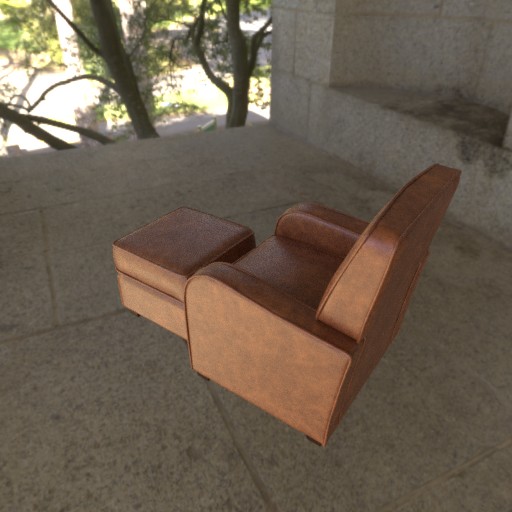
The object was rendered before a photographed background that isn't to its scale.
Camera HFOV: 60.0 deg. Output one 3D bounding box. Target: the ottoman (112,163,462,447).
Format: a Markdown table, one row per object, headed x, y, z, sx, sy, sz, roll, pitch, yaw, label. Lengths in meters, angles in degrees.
| x | y | z | sx | sy | sz | roll | pitch | yaw | label |
| --- | --- | --- | --- | --- | --- | --- | --- | --- | --- |
| 0.000 | 0.000 | 1.851 | 1.314 | 0.904 | 0.732 | 21 | 38 | 29 | ottoman |
